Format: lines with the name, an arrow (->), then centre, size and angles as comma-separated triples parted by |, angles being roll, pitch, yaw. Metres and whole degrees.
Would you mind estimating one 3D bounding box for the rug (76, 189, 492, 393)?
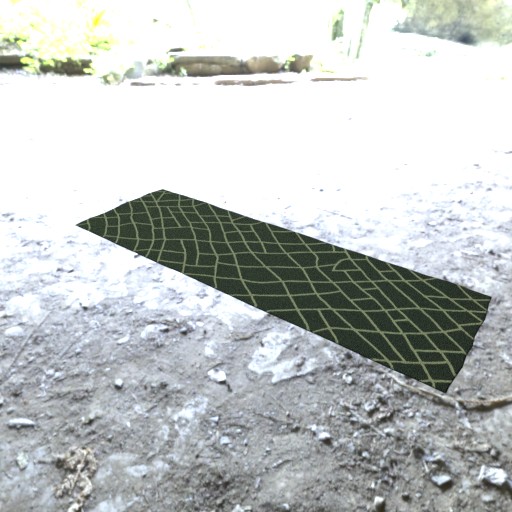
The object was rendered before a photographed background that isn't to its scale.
rug -> 0.000, 0.000, 2.637 | 2.476, 0.010, 0.807 | 21, 37, 31
